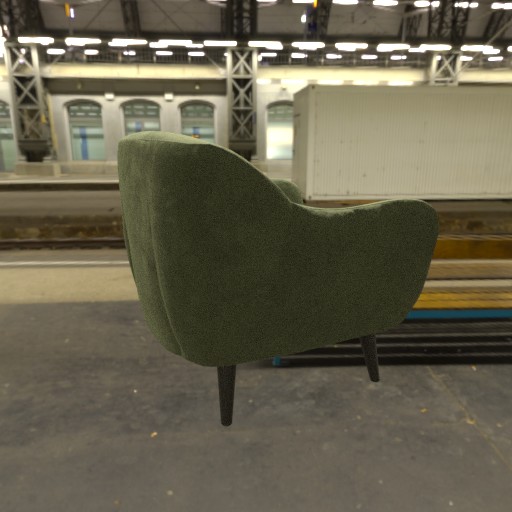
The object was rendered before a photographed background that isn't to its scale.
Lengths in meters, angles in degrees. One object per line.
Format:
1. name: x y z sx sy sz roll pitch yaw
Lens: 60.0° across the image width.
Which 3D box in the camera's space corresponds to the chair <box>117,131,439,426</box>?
1. chair: 0.000 0.000 1.499 0.819 0.804 0.840 -7 16 -25
